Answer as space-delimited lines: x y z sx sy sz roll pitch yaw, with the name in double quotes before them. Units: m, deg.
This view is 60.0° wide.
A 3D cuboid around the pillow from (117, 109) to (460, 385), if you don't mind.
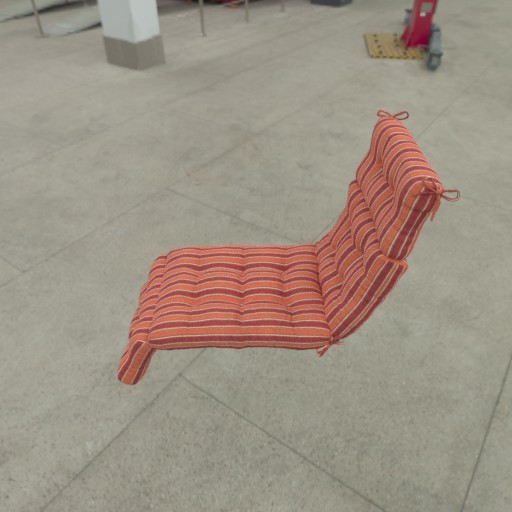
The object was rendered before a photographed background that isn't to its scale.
"pillow" 0.000 0.000 1.535 1.016 0.863 0.526 0 39 0
